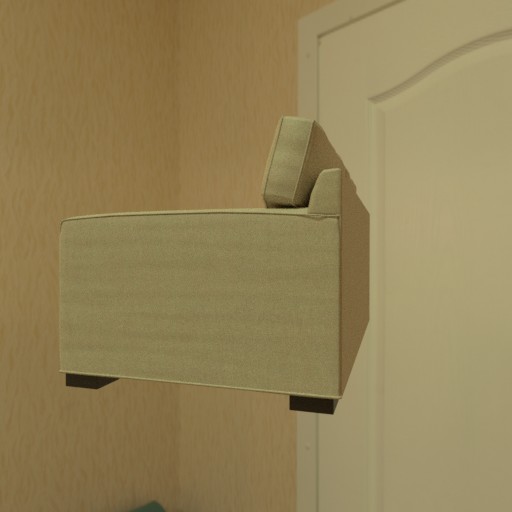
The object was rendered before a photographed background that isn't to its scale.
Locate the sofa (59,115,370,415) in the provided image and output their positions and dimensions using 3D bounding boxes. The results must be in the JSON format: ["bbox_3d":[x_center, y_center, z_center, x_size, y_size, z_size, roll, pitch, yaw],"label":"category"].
[{"bbox_3d":[0.000,0.000,2.035,0.942,0.853,1.484,0,1,17],"label":"sofa"}]
